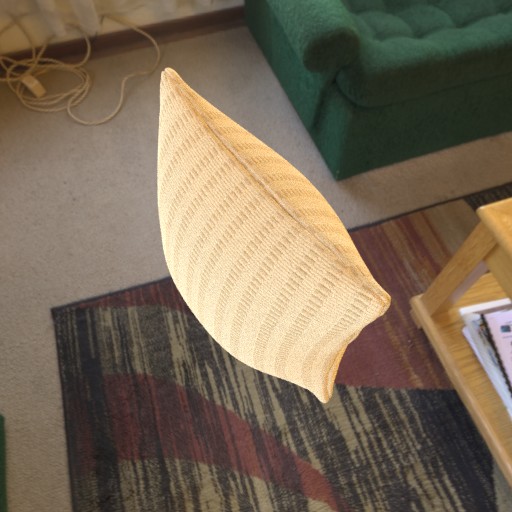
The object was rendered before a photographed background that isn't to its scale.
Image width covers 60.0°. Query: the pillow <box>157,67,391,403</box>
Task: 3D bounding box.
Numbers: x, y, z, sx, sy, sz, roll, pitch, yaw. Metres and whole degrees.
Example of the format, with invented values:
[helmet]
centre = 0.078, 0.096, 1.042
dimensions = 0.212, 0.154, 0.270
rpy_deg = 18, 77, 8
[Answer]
[pillow]
centre = 0.000, 0.000, 0.693
dimensions = 0.247, 0.419, 0.438
rpy_deg = -32, 65, -17
